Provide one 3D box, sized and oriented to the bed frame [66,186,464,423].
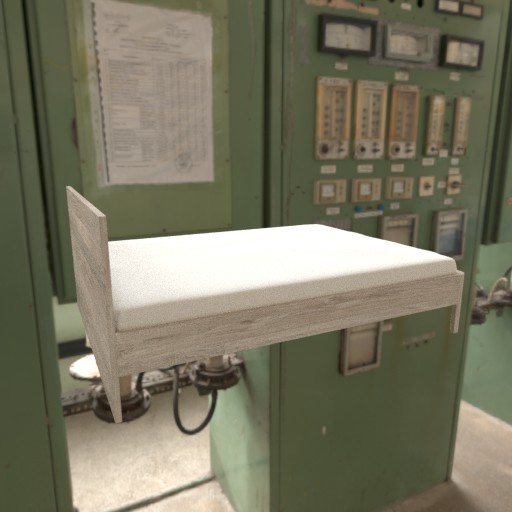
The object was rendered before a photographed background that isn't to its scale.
[{"bbox_3d":[0.000,0.000,2.683,1.950,0.800,1.490,-7,15,-26],"label":"bed frame"}]
